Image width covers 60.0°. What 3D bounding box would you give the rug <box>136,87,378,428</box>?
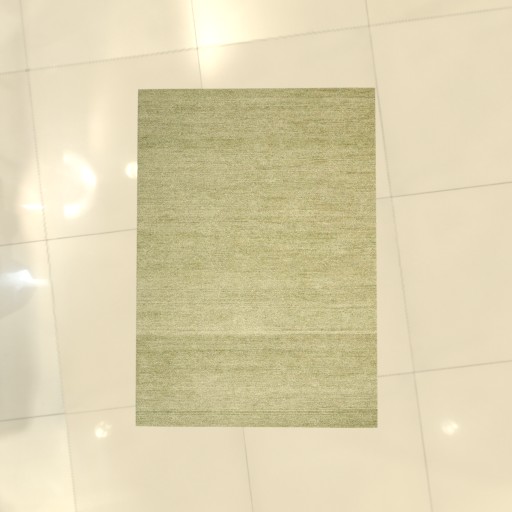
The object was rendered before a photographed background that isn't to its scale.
[{"bbox_3d":[0.000,0.000,2.969,1.606,0.017,2.270,0,88,1],"label":"rug"}]
